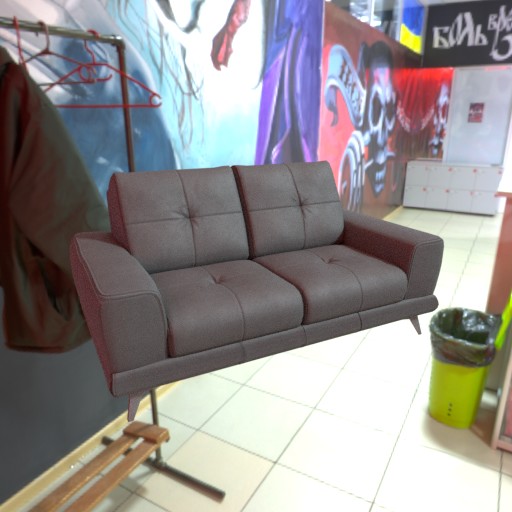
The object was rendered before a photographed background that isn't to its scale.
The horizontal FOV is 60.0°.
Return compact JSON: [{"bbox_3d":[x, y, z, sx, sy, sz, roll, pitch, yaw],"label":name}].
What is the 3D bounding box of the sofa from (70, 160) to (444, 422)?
[{"bbox_3d":[0.000,0.000,2.394,1.806,0.907,1.018,-9,20,-26],"label":"sofa"}]
